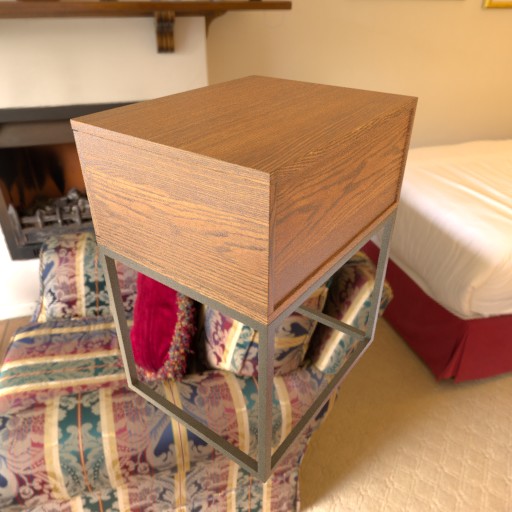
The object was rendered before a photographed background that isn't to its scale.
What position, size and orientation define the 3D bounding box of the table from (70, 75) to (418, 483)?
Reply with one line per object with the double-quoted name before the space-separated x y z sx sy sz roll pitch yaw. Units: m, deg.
"table" 0.000 0.000 0.928 0.400 0.610 0.482 22 38 31
